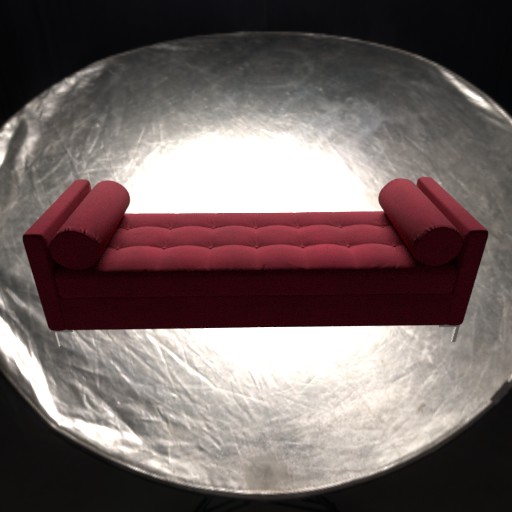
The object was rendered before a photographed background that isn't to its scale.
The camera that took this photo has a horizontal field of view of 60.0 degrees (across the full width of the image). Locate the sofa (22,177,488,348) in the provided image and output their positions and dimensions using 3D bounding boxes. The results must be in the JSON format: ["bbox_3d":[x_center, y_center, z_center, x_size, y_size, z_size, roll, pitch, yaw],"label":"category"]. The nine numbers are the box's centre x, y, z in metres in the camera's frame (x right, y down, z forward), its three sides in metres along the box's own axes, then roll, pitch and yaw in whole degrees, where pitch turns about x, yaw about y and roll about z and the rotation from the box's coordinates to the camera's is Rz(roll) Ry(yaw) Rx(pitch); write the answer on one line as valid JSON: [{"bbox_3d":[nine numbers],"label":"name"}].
[{"bbox_3d":[0.000,0.000,2.307,1.981,0.635,0.686,-1,30,-1],"label":"sofa"}]
